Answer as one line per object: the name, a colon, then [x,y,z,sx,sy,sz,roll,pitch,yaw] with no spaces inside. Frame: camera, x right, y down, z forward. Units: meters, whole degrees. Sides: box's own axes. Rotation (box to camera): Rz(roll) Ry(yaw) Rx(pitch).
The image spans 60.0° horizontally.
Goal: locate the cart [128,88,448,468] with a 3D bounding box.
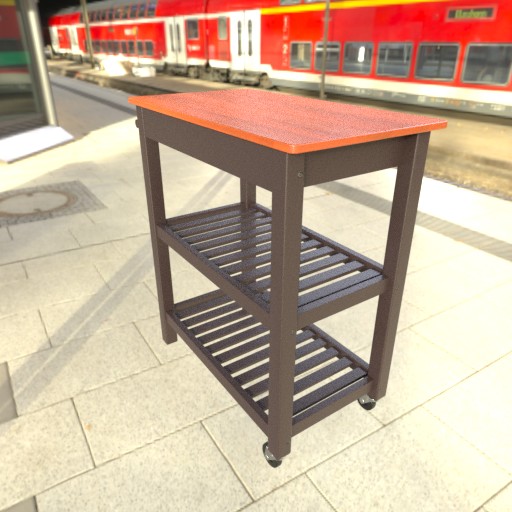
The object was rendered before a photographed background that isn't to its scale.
cart: [0.000,0.000,1.430,0.457,0.927,0.899,-17,31,-30]
